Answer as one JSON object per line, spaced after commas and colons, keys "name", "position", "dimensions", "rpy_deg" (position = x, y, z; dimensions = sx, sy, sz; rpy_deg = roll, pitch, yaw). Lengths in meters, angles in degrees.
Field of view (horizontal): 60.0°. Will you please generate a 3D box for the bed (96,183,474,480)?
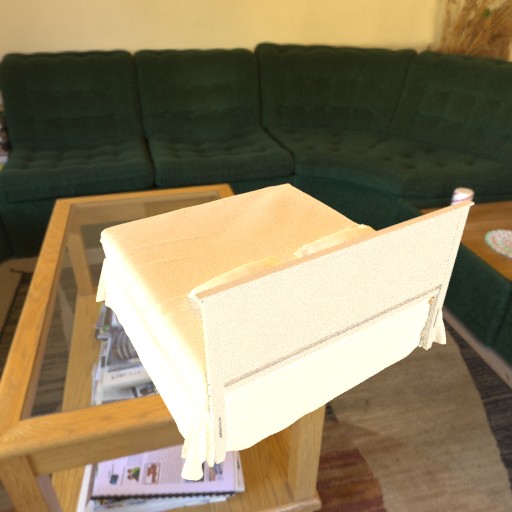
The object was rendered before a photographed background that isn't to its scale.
{"name": "bed", "position": [0.000, 0.000, 3.561], "dimensions": [2.317, 1.273, 2.215], "rpy_deg": [-18, 36, -27]}
